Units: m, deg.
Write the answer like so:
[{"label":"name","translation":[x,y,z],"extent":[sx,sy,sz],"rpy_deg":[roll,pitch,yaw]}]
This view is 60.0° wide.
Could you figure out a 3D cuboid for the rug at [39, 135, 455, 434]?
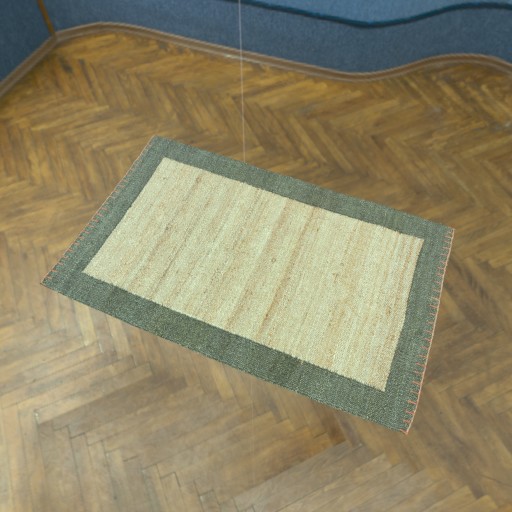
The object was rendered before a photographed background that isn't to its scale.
[{"label":"rug","translation":[0.000,0.000,2.997],"extent":[2.435,0.006,1.521],"rpy_deg":[20,60,12]}]
